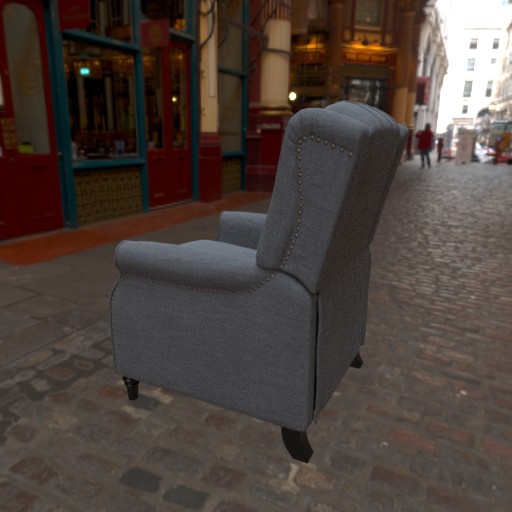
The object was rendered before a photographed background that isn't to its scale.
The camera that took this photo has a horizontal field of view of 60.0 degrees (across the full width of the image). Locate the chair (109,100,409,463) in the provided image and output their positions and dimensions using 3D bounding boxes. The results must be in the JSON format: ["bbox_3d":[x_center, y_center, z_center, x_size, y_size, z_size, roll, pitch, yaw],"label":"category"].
[{"bbox_3d":[0.000,0.000,1.605,0.898,1.035,0.742,8,17,26],"label":"chair"}]
